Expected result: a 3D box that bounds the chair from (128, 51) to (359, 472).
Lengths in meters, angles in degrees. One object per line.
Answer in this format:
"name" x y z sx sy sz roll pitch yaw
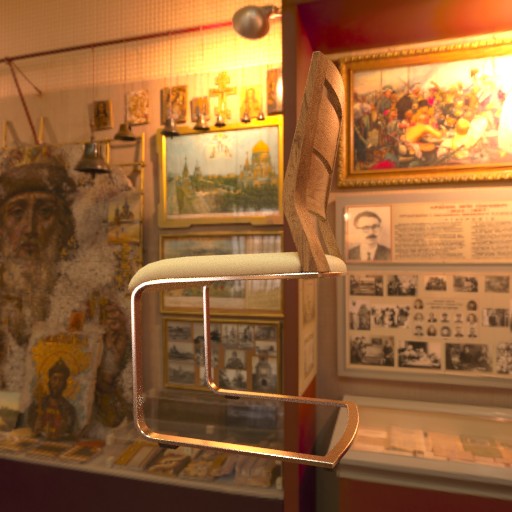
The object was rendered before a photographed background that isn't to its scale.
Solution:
"chair" 0.000 0.000 1.262 0.561 0.955 0.457 0 -1 19
